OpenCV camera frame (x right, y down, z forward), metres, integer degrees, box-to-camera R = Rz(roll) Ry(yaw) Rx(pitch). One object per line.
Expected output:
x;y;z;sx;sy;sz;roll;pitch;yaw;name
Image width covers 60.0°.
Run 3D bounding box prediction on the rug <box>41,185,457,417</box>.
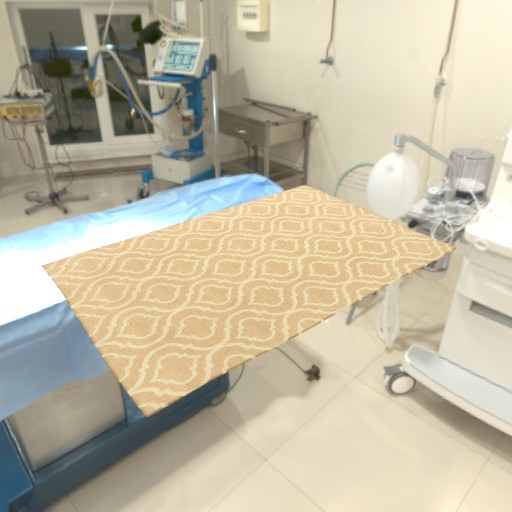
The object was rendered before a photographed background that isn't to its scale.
0.000;0.000;2.216;1.761;0.013;1.152;-21;36;-32;rug
